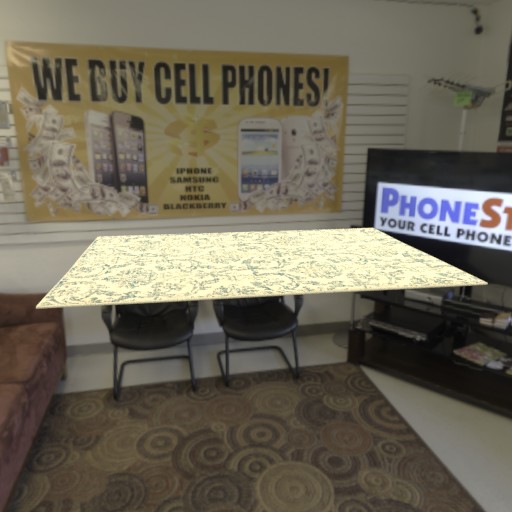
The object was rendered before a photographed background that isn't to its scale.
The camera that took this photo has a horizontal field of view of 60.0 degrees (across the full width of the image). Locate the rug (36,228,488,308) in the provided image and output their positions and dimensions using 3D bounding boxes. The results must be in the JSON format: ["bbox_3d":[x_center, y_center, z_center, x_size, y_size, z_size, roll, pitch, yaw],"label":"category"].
[{"bbox_3d":[0.000,0.000,3.517,2.746,0.018,1.819,-2,15,-8],"label":"rug"}]
